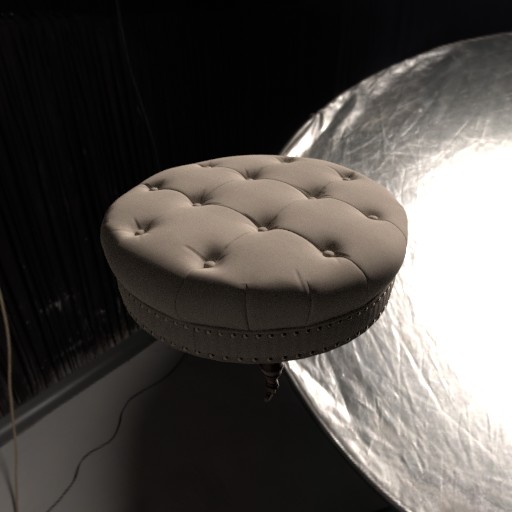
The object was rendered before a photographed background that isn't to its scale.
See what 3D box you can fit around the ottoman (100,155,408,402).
[{"bbox_3d":[0.000,0.000,1.404,0.901,0.439,0.901,0,32,0],"label":"ottoman"}]
